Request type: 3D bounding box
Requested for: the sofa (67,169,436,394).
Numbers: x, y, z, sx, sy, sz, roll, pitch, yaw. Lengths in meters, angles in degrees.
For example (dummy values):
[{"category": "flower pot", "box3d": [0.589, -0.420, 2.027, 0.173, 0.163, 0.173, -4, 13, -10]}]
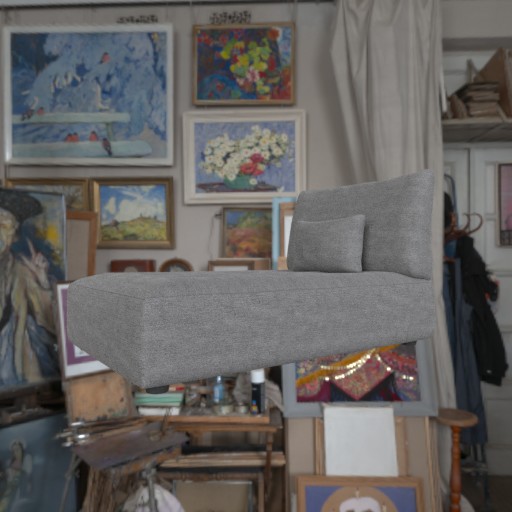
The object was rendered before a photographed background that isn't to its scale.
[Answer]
[{"category": "sofa", "box3d": [0.000, 0.000, 2.011, 1.450, 0.820, 0.930, 0, 0, -36]}]
